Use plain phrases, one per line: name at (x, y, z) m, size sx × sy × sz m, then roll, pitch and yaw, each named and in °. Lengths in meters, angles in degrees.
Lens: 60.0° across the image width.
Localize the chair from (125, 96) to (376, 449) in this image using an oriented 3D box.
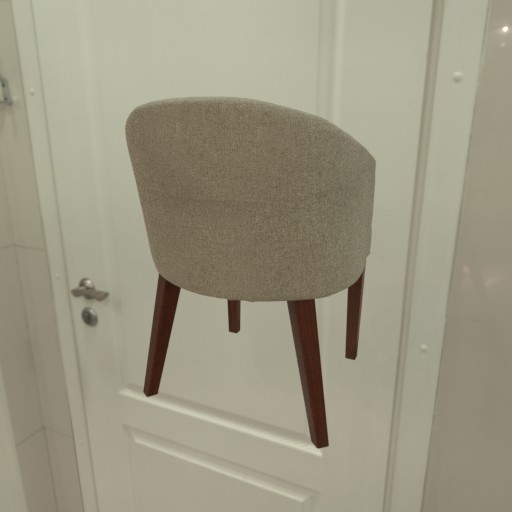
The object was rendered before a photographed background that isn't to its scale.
chair at (0.000, 0.000, 1.242) m, size 0.583 × 0.811 × 0.655 m, roll 8°, pitch 18°, yaw 24°
